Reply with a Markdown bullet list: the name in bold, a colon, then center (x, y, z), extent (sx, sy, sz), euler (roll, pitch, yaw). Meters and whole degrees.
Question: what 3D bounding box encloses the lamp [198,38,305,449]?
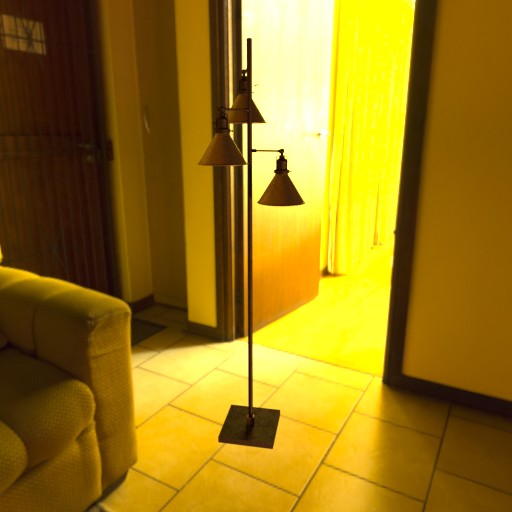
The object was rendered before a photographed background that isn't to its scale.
- **lamp**: center (0.000, 0.000, 1.914), extent (0.415, 1.716, 0.428), euler (3, 16, 10)
